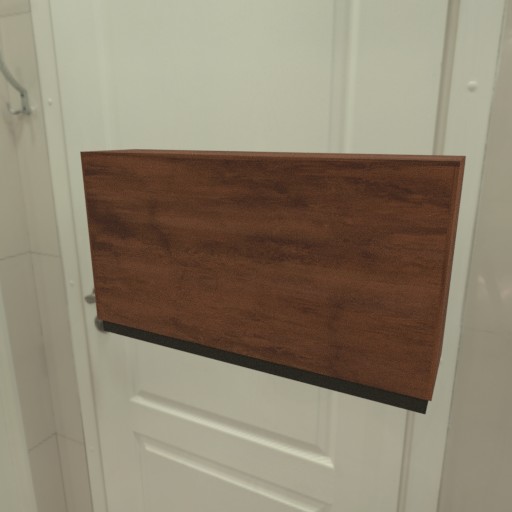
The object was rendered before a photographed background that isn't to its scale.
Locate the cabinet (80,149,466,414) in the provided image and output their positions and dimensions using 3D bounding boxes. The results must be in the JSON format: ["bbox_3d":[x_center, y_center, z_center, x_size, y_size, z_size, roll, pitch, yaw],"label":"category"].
[{"bbox_3d":[0.000,0.000,1.992,1.600,0.900,0.420,8,17,26],"label":"cabinet"}]
